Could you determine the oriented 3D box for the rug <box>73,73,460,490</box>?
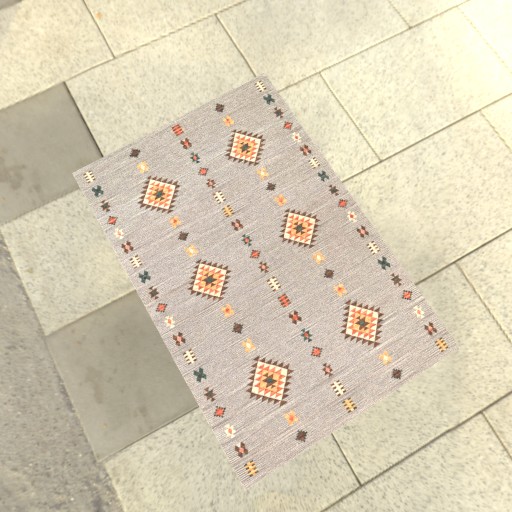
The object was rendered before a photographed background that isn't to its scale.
[{"bbox_3d":[0.000,0.000,2.276,1.217,0.005,1.818,-30,77,-8],"label":"rug"}]
